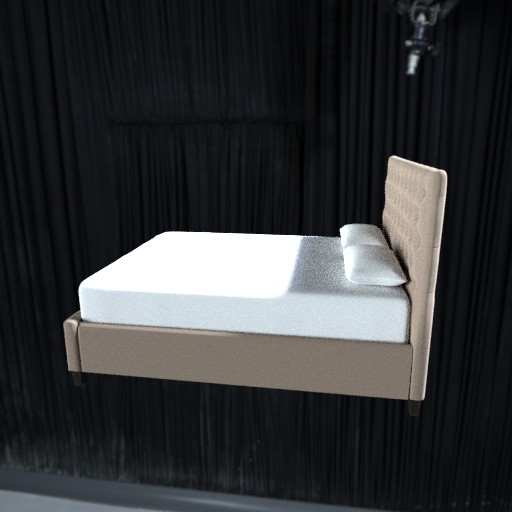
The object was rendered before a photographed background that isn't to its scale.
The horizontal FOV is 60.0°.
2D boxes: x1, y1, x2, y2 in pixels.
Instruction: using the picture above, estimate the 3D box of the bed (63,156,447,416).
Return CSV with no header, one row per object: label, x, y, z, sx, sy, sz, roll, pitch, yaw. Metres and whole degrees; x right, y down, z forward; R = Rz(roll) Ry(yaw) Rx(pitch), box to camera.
bed,0.000,0.000,3.361,2.233,1.426,1.696,2,15,8
